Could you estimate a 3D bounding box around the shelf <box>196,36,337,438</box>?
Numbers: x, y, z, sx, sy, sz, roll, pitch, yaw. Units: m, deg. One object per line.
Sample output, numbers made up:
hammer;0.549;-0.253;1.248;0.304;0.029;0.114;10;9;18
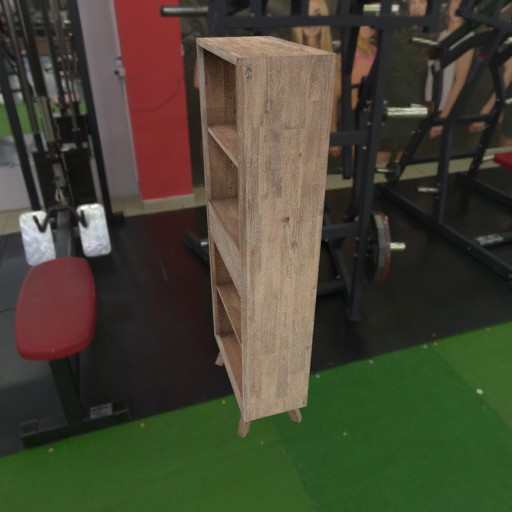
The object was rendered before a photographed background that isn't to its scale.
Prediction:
shelf;0.000;0.000;1.553;0.267;1.342;0.491;-9;32;-15
